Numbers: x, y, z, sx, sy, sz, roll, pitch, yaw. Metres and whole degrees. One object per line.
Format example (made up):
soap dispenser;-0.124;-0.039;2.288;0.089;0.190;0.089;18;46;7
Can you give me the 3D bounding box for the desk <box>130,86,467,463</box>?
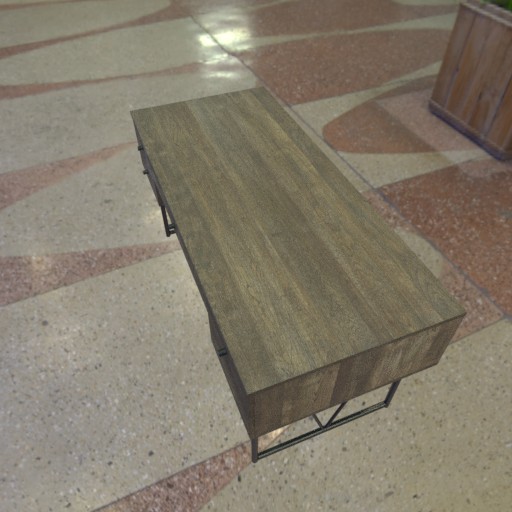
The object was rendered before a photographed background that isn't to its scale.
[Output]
desk;0.000;0.000;2.035;0.730;0.780;1.600;-16;48;-15
